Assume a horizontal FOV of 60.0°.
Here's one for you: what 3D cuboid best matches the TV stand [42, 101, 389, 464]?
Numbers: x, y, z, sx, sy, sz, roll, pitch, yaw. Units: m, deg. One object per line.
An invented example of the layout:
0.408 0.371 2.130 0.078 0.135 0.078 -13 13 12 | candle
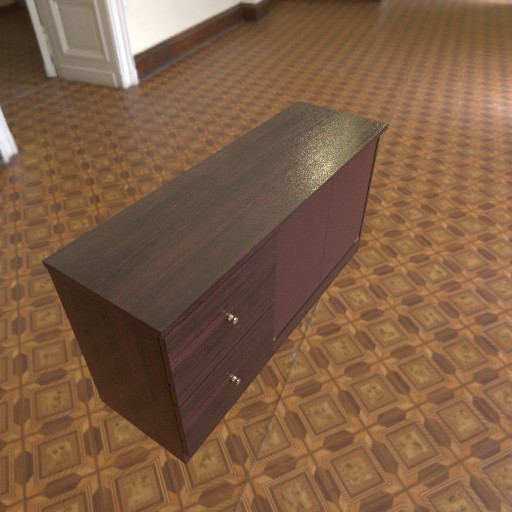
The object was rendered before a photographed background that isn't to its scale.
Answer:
0.000 0.000 1.528 0.404 0.614 1.192 24 46 26 | TV stand
